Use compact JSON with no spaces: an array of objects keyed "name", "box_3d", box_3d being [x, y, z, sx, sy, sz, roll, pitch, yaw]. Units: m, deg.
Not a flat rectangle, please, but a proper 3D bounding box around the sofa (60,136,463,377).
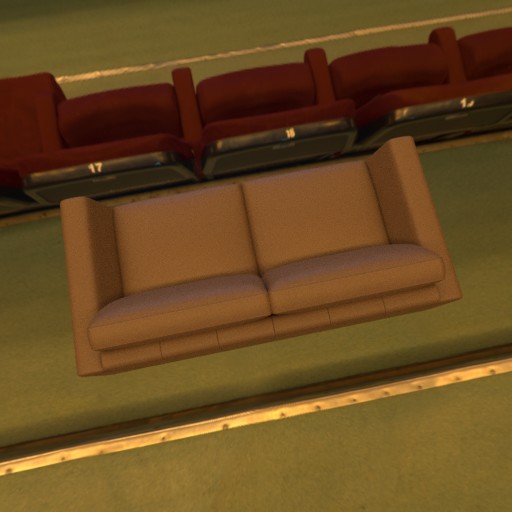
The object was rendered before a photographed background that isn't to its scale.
[{"name":"sofa","box_3d":[0.000,0.000,2.509,2.017,0.875,0.953,-11,76,-3]}]
